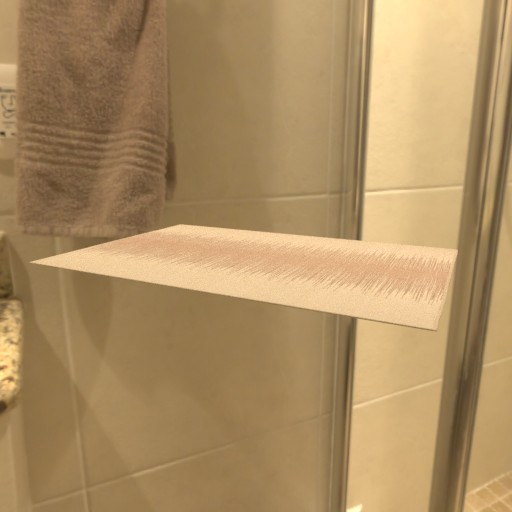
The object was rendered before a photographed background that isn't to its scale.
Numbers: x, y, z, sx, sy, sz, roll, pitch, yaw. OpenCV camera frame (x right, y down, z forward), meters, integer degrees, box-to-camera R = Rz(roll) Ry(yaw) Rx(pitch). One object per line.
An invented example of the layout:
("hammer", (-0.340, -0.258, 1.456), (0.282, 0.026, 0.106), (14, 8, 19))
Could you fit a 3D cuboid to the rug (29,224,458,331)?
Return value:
("rug", (0.000, 0.000, 2.279), (1.850, 0.006, 1.234), (7, 15, 26))
